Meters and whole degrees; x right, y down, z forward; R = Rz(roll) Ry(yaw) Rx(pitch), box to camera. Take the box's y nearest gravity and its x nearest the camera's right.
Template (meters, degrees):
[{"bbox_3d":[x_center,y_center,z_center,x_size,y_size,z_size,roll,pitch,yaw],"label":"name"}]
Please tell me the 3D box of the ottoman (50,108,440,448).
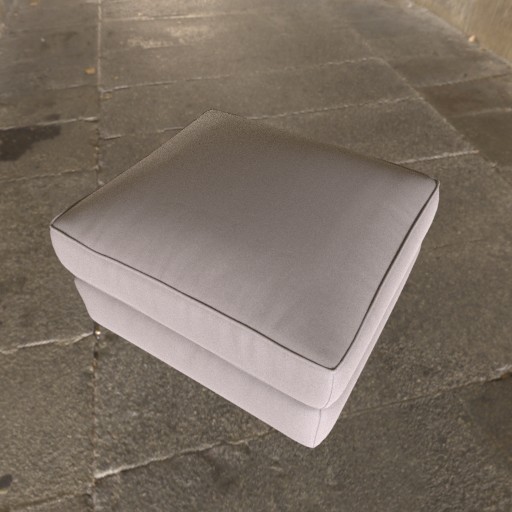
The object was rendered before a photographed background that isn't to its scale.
[{"bbox_3d":[0.000,0.000,1.154,0.721,0.505,0.662,24,50,21],"label":"ottoman"}]
